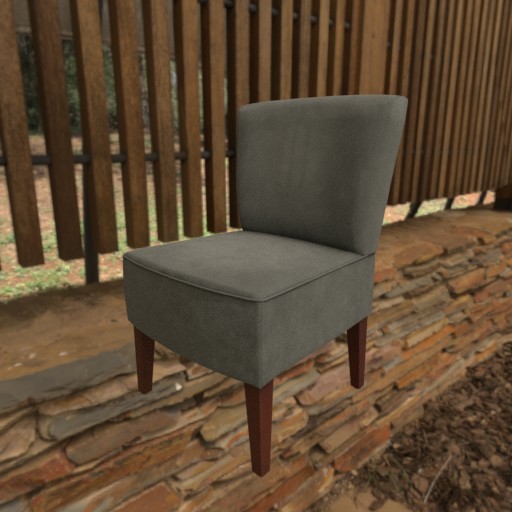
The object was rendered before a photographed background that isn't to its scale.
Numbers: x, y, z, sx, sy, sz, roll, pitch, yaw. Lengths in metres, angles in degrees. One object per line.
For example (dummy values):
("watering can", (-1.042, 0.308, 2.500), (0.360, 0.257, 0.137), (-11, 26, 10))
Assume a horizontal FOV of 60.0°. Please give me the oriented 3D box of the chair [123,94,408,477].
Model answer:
("chair", (0.000, 0.000, 1.154), (0.521, 0.806, 0.554), (14, 20, 42))
